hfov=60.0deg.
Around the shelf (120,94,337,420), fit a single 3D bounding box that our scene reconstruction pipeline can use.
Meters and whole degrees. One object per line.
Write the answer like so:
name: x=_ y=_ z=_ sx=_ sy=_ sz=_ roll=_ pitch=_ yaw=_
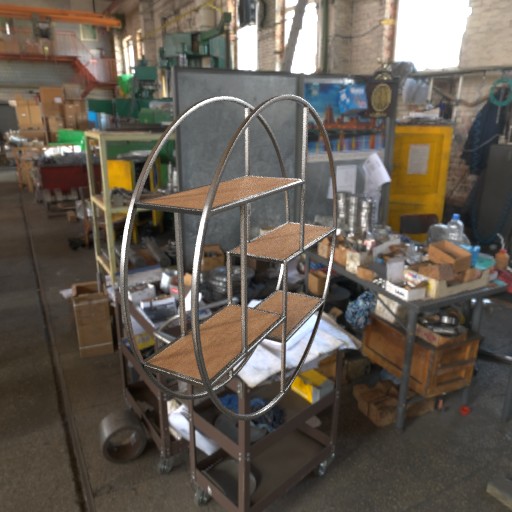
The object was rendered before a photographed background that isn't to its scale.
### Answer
shelf: x=0.000 y=0.000 z=1.303 sx=0.202 sy=0.888 sz=0.888 roll=9 pitch=20 yaw=27
